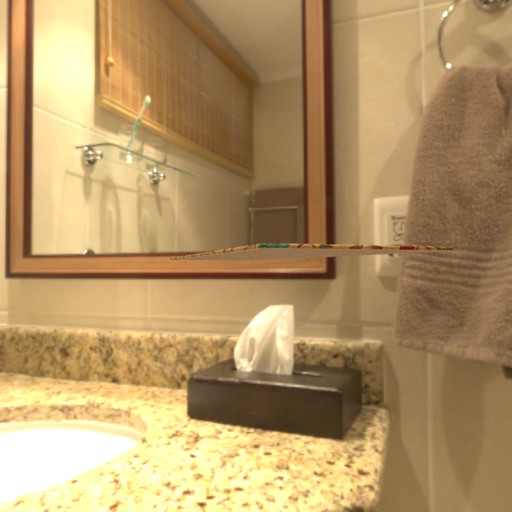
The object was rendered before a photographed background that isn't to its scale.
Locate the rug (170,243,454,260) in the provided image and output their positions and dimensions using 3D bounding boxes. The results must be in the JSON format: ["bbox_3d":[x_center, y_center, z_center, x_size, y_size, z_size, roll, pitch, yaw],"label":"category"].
[{"bbox_3d":[0.000,0.000,2.449,0.693,0.016,2.273,0,-1,-18],"label":"rug"}]
